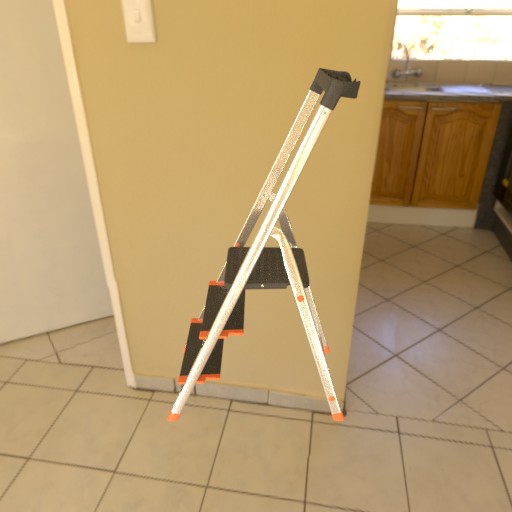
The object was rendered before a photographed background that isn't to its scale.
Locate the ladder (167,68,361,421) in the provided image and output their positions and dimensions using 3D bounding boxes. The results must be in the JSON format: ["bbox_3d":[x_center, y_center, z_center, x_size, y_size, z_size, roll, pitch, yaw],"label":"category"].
[{"bbox_3d":[0.000,0.000,1.601,0.686,1.229,0.416,0,29,0],"label":"ladder"}]
